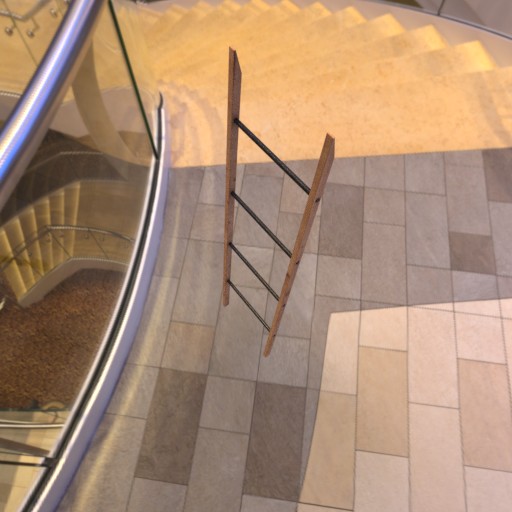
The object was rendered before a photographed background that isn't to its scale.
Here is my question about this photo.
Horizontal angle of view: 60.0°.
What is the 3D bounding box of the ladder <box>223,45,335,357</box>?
[{"bbox_3d":[0.000,0.000,1.977,0.200,1.805,0.442,-35,68,-16],"label":"ladder"}]
